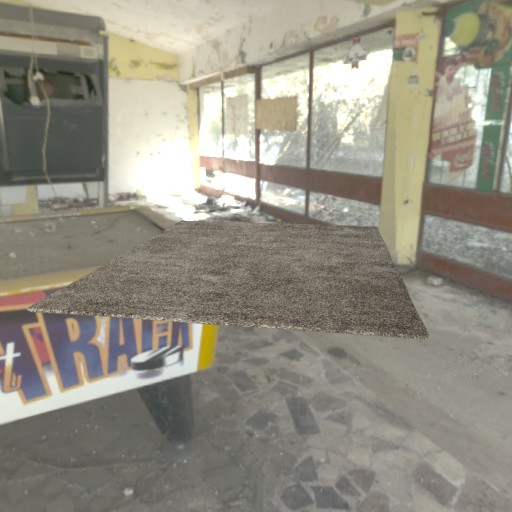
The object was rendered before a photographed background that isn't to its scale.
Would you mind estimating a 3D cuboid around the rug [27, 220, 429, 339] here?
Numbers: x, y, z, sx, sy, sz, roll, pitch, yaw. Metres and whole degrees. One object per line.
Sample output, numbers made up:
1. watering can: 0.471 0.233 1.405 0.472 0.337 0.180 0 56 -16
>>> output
1. rug: 0.000 0.000 3.999 2.401 0.025 3.000 3 16 9
